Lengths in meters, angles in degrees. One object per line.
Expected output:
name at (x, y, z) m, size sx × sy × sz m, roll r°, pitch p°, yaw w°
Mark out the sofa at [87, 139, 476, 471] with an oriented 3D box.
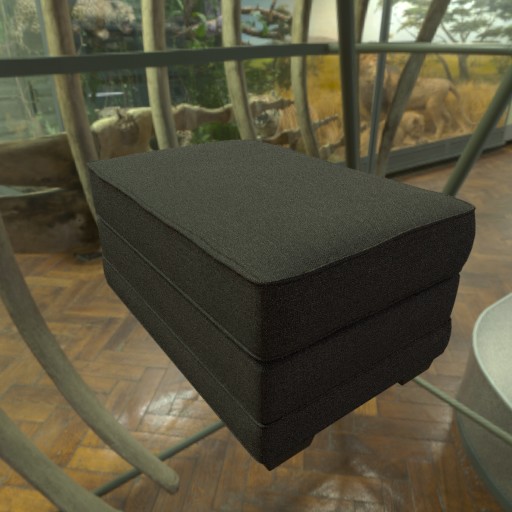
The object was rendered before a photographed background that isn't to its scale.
sofa at (0.000, 0.000, 1.165) m, size 0.578 × 0.457 × 0.854 m, roll -18°, pitch 32°, yaw -32°
